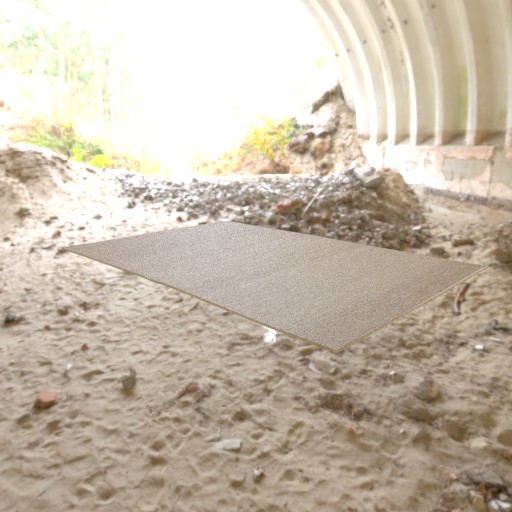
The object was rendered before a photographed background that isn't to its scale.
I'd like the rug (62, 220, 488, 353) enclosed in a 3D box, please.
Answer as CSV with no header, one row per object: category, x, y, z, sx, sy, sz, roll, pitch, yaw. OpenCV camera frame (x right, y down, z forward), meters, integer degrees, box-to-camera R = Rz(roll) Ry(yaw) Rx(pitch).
rug,0.000,0.000,2.892,2.346,0.029,1.574,14,19,43
